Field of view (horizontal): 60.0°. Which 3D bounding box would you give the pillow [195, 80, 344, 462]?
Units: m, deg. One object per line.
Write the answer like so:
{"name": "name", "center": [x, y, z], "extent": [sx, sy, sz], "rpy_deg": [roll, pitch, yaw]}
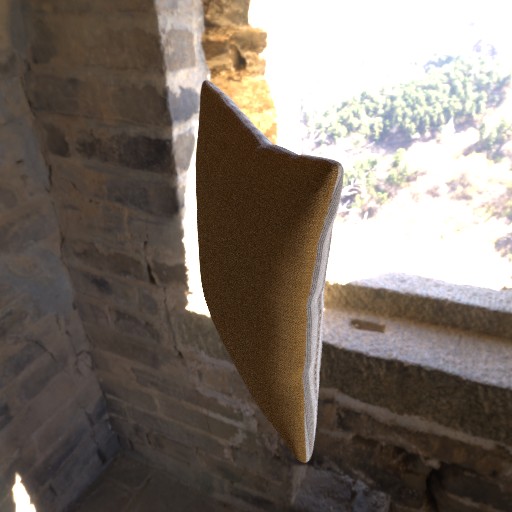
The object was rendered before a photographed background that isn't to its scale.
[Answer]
{"name": "pillow", "center": [0.000, 0.000, 0.667], "extent": [0.147, 0.437, 0.432], "rpy_deg": [-12, 33, -19]}
